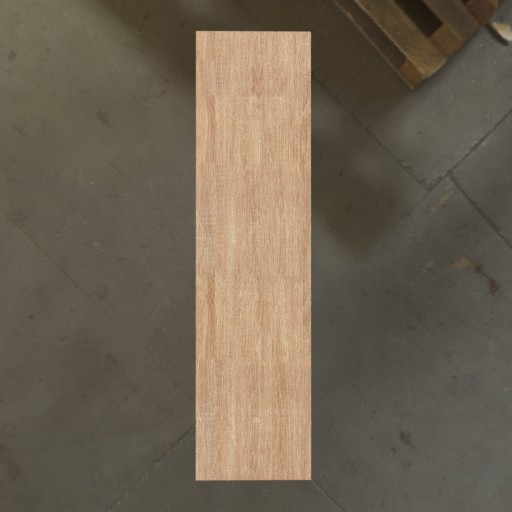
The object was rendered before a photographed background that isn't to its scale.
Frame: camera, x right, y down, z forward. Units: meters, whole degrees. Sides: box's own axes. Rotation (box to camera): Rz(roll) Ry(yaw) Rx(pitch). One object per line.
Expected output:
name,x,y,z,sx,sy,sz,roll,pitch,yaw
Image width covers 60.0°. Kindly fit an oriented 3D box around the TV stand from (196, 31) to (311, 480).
TV stand,0.000,0.000,1.749,0.398,0.610,1.466,0,90,-1
